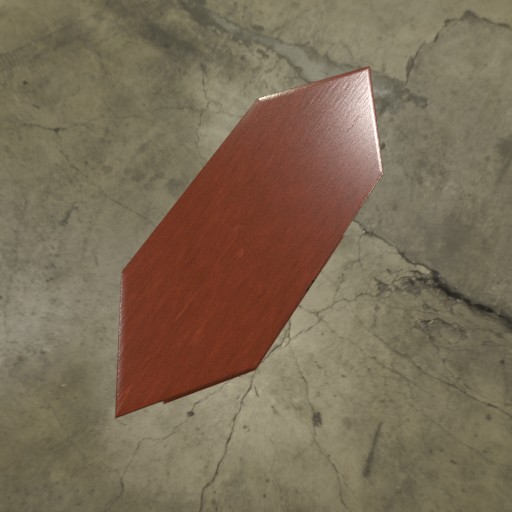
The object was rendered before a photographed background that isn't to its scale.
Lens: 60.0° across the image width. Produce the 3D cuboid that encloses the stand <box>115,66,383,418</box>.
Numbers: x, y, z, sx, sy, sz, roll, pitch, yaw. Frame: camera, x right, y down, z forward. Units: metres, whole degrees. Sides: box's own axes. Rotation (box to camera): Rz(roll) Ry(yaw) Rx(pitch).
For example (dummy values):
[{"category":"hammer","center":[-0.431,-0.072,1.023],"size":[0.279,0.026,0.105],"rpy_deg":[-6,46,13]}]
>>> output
[{"category":"stand","center":[0.000,0.000,1.359],"size":[0.381,0.614,1.072],"rpy_deg":[33,77,9]}]
